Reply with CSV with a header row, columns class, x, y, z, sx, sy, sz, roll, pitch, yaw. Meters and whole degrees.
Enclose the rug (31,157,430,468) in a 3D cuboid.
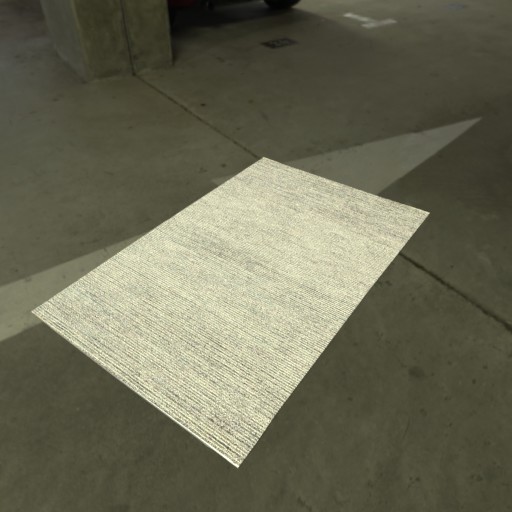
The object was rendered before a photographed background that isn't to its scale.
class,x,y,z,sx,sy,sz,roll,pitch,yaw
rug,0.000,0.000,2.238,1.159,0.021,1.789,25,46,27
